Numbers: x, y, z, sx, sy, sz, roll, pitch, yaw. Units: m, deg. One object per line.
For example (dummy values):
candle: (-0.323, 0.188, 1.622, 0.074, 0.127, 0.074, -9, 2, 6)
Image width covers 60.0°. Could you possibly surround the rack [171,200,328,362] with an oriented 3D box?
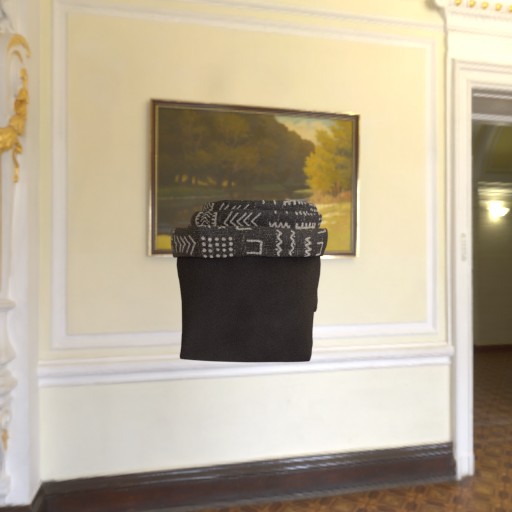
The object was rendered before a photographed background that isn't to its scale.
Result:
rack: (0.000, 0.000, 1.096, 0.379, 0.323, 0.905, 0, 0, 1)
